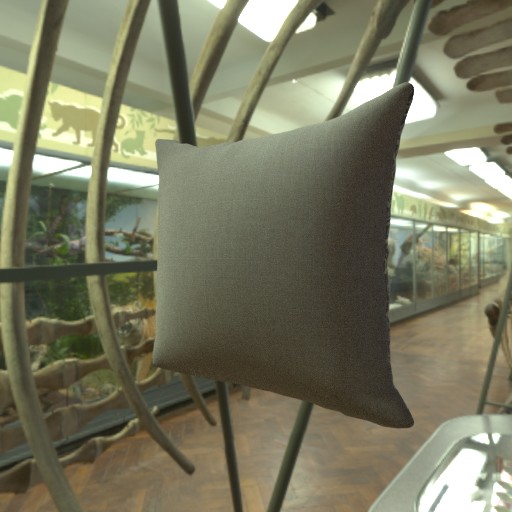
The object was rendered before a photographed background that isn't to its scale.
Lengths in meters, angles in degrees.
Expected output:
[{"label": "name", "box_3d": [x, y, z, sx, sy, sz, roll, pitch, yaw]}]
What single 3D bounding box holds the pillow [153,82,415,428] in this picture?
[{"label": "pillow", "box_3d": [0.000, 0.000, 0.774, 0.546, 0.487, 0.180, 0, 0, 37]}]
